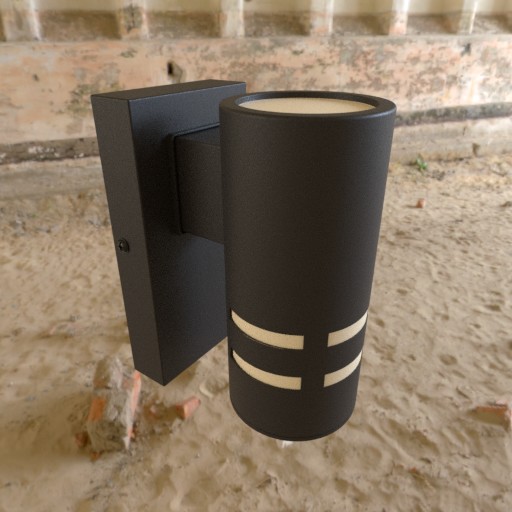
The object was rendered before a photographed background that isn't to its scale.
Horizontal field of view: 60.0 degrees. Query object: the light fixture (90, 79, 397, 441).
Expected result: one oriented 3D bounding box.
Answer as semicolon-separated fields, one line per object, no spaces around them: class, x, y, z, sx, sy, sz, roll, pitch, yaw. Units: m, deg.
light fixture;0.000;0.000;0.260;0.138;0.179;0.098;18;33;31
